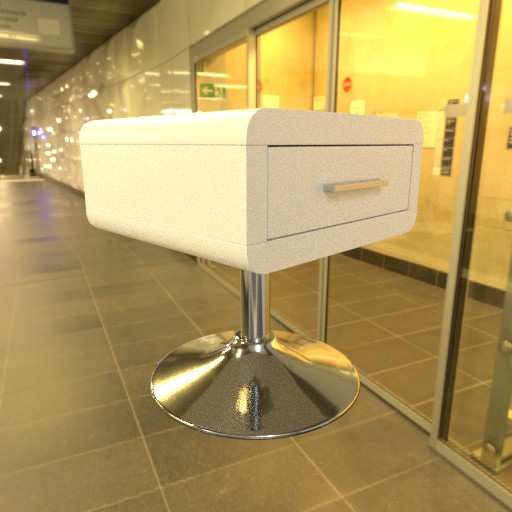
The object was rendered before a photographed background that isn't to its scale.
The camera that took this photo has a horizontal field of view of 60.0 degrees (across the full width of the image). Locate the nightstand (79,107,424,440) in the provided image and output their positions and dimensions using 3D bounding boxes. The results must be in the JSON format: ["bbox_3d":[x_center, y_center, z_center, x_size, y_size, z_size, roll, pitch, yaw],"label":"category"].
[{"bbox_3d":[0.000,0.000,0.757,0.404,0.447,0.399,14,20,43],"label":"nightstand"}]
